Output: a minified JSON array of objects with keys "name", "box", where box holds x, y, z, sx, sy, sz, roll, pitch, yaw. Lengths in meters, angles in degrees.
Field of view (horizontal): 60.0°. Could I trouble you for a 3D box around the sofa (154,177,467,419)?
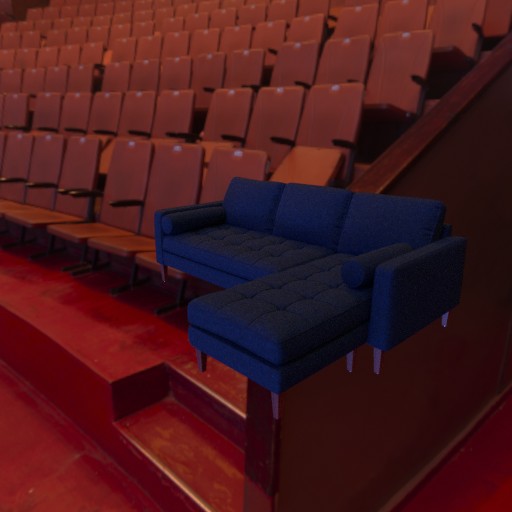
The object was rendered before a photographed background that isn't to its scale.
[{"name":"sofa","box":[0.000,0.000,3.009,1.613,0.841,2.185,-15,22,-42]}]
